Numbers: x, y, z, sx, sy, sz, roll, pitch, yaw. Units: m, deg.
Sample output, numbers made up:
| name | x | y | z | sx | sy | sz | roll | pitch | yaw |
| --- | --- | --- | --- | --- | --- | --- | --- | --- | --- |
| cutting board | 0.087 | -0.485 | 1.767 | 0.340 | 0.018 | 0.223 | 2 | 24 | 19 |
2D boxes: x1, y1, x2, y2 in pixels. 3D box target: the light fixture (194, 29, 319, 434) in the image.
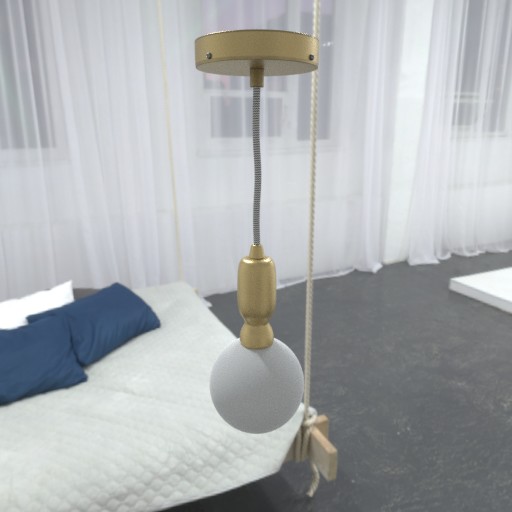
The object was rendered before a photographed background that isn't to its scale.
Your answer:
| name | x | y | z | sx | sy | sz | roll | pitch | yaw |
| --- | --- | --- | --- | --- | --- | --- | --- | --- | --- |
| light fixture | 0.000 | 0.000 | 0.579 | 0.146 | 0.510 | 0.147 | -15 | 21 | -43 |
